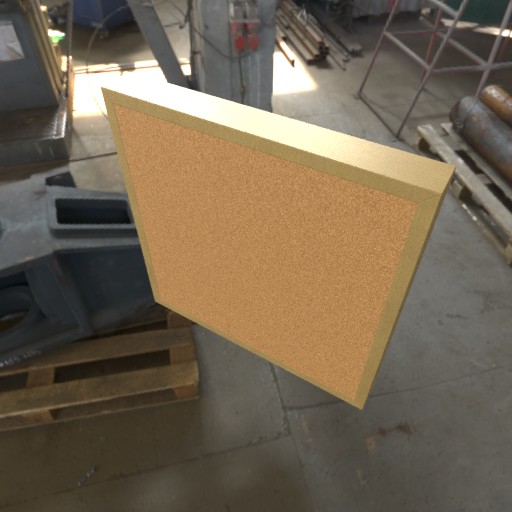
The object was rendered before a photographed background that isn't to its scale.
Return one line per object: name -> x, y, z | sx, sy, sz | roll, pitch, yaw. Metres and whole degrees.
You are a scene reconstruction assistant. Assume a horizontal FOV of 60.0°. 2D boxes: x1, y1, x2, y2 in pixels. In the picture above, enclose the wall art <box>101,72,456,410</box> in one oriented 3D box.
wall art -> 0.000, 0.000, 0.462 | 0.305, 0.305, 0.038 | 23, 50, 21
